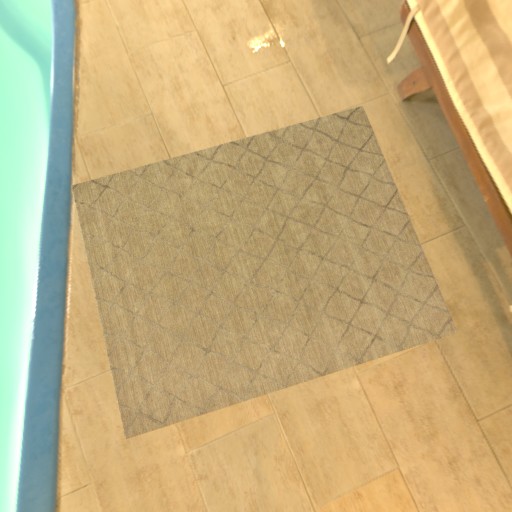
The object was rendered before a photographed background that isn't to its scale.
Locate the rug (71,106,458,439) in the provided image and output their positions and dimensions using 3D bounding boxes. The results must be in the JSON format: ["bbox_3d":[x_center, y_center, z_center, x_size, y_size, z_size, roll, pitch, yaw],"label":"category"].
[{"bbox_3d":[0.000,0.000,4.150,3.038,0.019,2.420,-16,76,-4],"label":"rug"}]
